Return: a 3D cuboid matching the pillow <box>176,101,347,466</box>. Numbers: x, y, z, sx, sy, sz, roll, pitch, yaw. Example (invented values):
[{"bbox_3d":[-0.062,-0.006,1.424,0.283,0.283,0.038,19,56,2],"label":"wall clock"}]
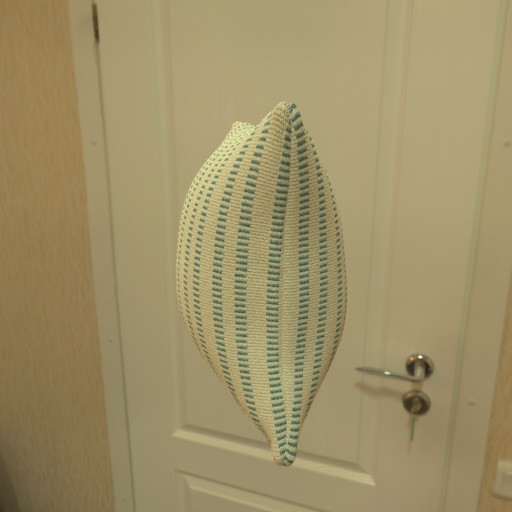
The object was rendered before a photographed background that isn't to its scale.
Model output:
[{"bbox_3d":[0.000,0.000,0.685,0.247,0.419,0.438,-2,14,-9],"label":"pillow"}]
